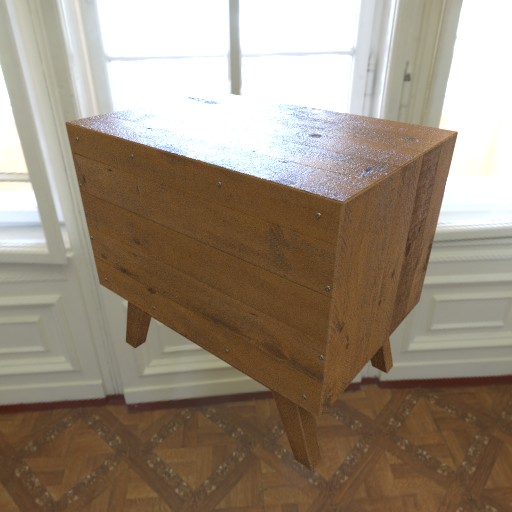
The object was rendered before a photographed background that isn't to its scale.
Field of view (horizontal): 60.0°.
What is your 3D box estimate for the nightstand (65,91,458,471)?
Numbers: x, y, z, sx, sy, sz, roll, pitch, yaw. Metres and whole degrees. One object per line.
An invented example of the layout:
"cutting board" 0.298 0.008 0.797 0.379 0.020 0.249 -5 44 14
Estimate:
"nightstand" 0.000 0.000 1.033 0.650 0.599 0.450 22 37 33
